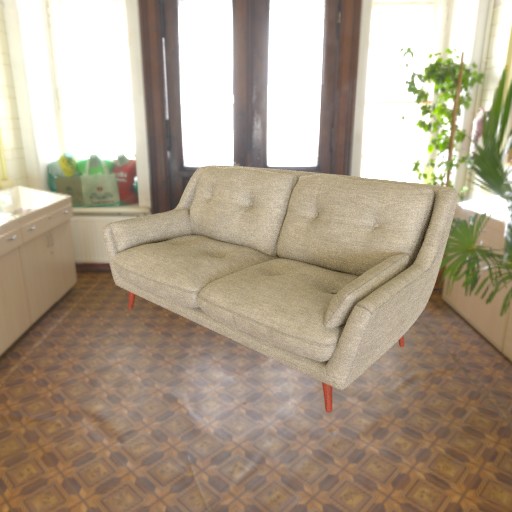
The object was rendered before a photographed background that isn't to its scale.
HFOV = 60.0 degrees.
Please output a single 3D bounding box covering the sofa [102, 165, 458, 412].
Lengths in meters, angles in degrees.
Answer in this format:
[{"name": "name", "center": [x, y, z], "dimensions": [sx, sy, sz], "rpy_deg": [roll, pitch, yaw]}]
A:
[{"name": "sofa", "center": [0.000, 0.000, 2.511], "dimensions": [1.930, 0.897, 0.976], "rpy_deg": [15, 23, 41]}]
